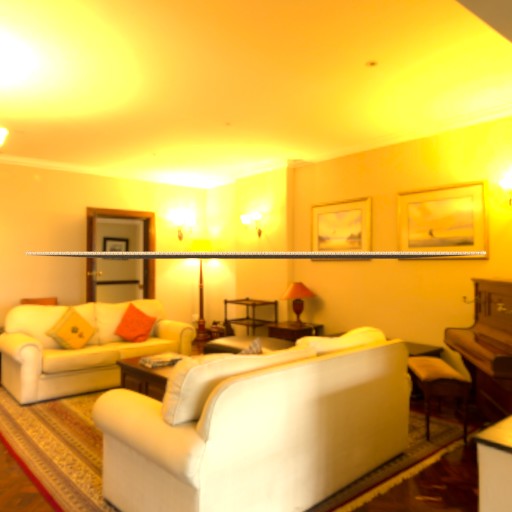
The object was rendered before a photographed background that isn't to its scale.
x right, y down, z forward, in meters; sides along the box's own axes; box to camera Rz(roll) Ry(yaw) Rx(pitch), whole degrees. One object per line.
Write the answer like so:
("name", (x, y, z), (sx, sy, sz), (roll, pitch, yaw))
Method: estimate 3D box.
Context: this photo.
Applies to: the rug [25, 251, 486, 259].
("rug", (0.000, 0.000, 2.358), (1.840, 0.015, 1.225), (0, -1, 1))
